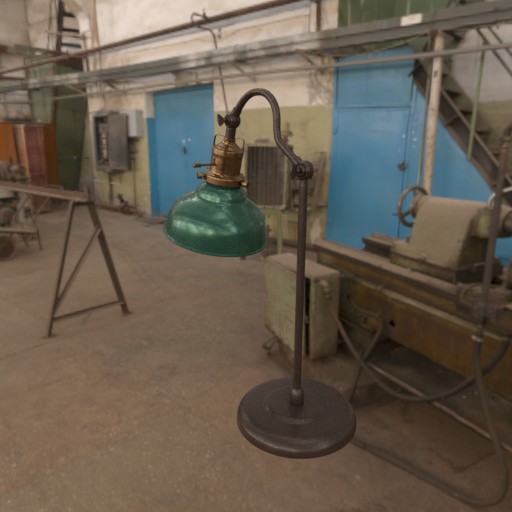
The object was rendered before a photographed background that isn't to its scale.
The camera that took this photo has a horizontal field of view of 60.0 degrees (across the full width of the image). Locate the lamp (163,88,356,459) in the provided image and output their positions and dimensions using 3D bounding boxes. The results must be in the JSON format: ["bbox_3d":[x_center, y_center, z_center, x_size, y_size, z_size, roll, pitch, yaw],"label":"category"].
[{"bbox_3d":[0.000,0.000,0.714,0.374,0.508,0.192,15,21,43],"label":"lamp"}]
